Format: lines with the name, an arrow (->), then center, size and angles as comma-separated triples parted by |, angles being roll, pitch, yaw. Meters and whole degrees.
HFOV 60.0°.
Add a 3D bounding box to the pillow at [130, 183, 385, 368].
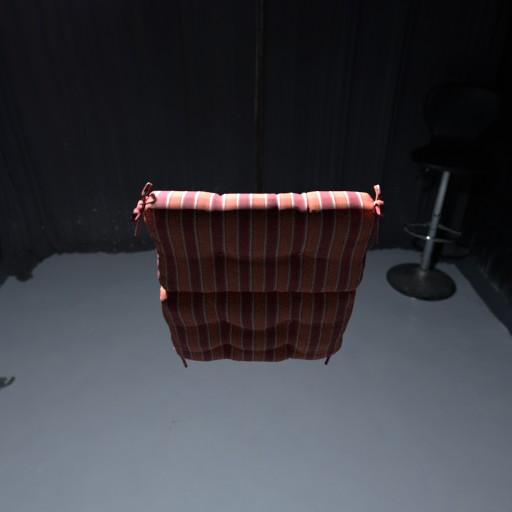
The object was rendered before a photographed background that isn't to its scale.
pillow -> 0.000, 0.000, 1.488 | 0.526, 0.863, 1.016 | 0, 31, 0
